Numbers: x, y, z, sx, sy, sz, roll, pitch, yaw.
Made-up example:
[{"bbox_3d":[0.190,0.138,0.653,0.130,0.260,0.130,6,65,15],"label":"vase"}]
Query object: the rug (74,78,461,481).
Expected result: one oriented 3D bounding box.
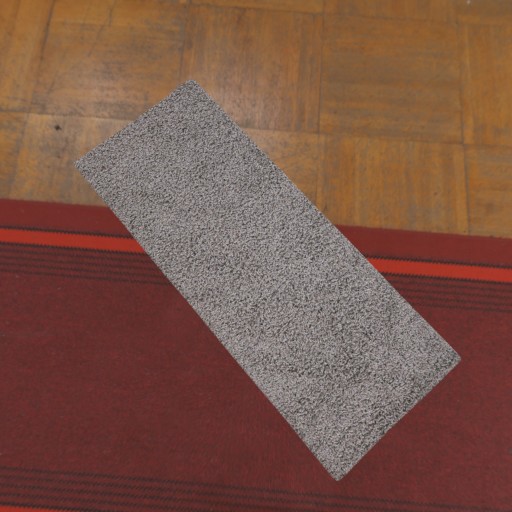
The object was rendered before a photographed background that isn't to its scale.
[{"bbox_3d":[0.000,0.000,1.667,0.609,0.030,1.524,-40,79,-10],"label":"rug"}]
